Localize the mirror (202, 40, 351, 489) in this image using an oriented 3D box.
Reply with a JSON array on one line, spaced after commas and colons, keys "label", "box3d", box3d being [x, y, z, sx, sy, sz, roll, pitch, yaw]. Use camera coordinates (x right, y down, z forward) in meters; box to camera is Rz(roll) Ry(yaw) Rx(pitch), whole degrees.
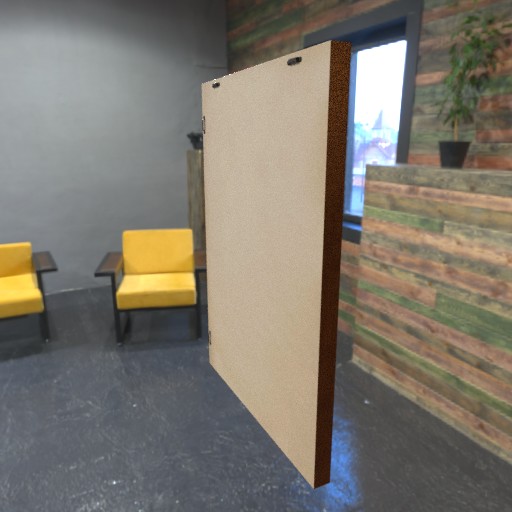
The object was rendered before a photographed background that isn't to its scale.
[{"label": "mirror", "box3d": [0.000, 0.000, 0.902, 0.039, 0.711, 0.508, -7, 16, -26]}]
